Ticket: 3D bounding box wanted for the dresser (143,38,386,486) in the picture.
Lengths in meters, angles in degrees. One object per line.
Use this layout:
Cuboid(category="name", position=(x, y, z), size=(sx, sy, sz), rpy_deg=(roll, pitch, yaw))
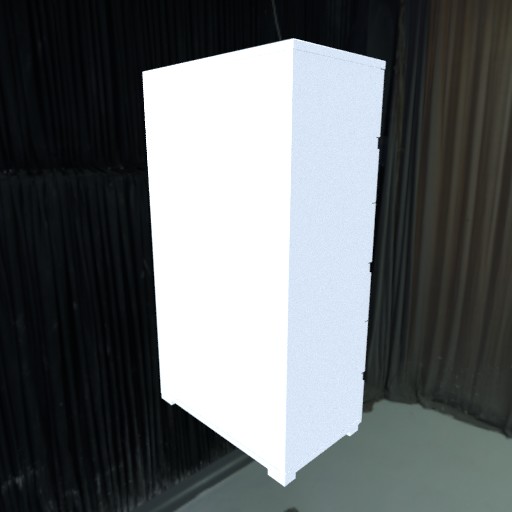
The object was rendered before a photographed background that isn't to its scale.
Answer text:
Cuboid(category="dresser", position=(0.000, 0.000, 1.498), size=(0.400, 1.190, 0.650), rpy_deg=(-13, 19, -43))
